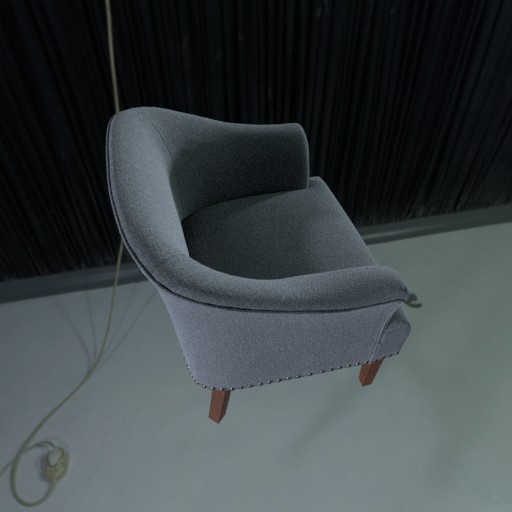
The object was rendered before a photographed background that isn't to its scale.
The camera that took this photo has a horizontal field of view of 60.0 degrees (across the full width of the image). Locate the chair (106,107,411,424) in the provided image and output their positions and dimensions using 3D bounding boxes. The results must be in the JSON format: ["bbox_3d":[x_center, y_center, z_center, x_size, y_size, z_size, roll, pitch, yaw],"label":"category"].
[{"bbox_3d":[0.000,0.000,1.360,0.704,0.815,0.798,-11,48,-11],"label":"chair"}]
